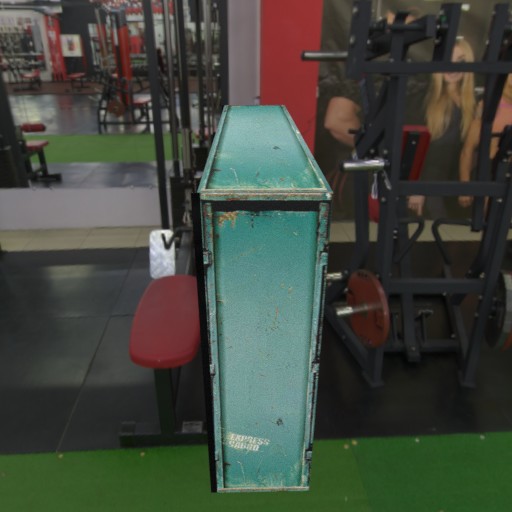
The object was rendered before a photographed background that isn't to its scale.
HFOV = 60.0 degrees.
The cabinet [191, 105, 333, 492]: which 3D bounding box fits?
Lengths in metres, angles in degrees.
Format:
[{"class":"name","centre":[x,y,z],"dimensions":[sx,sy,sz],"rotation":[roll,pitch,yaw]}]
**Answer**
[{"class":"cabinet","centre":[0.000,0.000,3.935],"dimensions":[0.680,2.160,3.001],"rotation":[0,26,-1]}]
